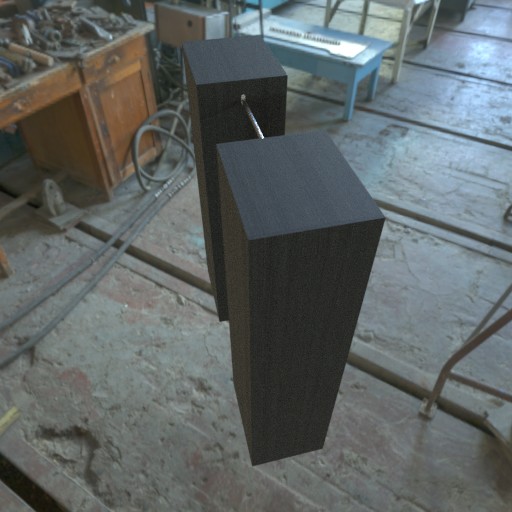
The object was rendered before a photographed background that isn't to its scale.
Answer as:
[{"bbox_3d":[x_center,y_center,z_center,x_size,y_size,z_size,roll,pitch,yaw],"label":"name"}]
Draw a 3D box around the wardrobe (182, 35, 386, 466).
[{"bbox_3d":[0.000,0.000,2.784,0.480,2.000,1.770,-10,46,-10],"label":"wardrobe"}]
